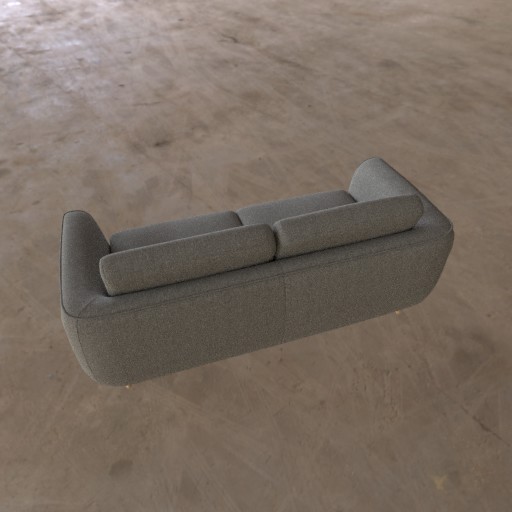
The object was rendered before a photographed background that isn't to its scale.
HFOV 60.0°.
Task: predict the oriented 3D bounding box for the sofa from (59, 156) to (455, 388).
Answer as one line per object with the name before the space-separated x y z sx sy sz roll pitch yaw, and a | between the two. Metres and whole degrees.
sofa | 0.000 0.000 2.473 2.000 0.870 0.920 -12 43 -14
